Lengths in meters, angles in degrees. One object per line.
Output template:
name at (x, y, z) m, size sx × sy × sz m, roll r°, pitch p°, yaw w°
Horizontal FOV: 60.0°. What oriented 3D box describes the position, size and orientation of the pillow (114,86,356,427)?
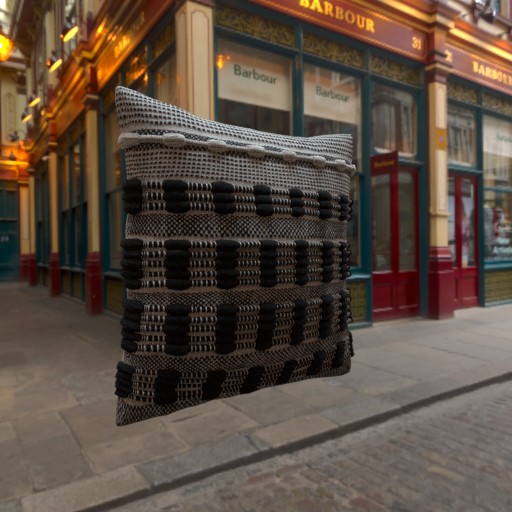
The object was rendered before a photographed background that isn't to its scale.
pillow at (0.000, 0.000, 0.685) m, size 0.436 × 0.438 × 0.156 m, roll -1°, pitch 1°, yaw -35°
